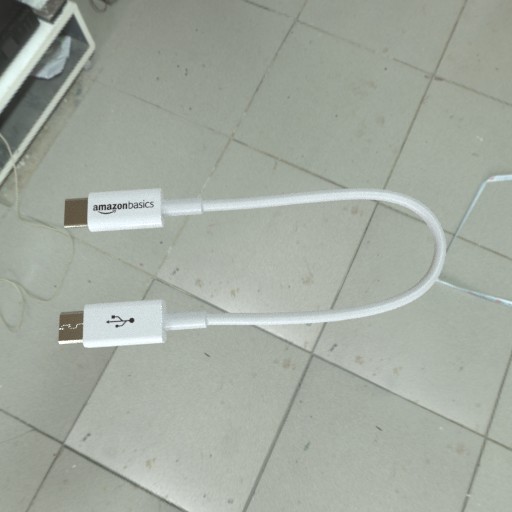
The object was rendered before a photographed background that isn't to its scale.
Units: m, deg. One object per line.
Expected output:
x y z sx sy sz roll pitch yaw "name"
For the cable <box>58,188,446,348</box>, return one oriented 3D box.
0.000 0.000 0.114 0.098 0.006 0.040 -4 75 -1 "cable"
